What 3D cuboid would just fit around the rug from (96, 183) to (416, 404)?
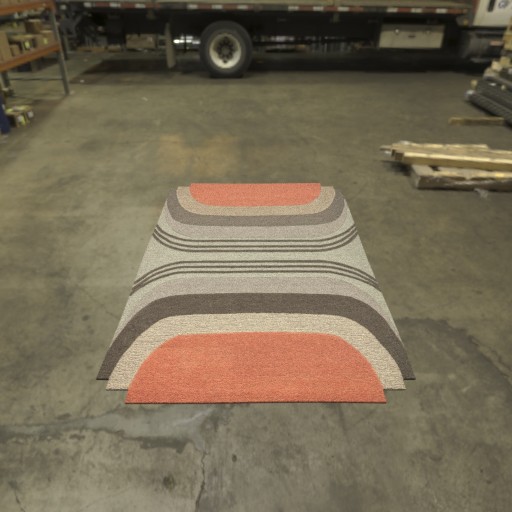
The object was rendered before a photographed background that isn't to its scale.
[{"bbox_3d":[0.000,0.000,3.022,1.530,0.017,2.446,0,33,0],"label":"rug"}]
